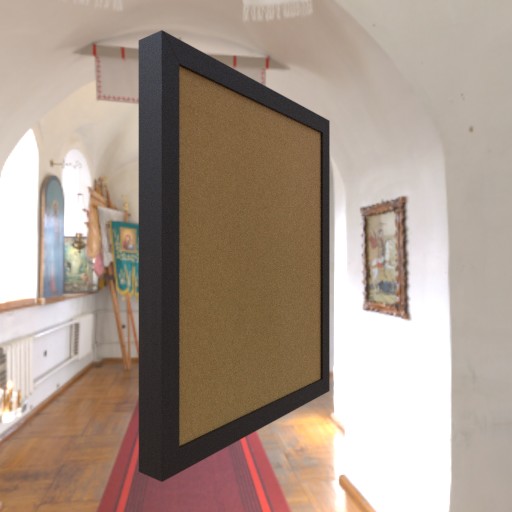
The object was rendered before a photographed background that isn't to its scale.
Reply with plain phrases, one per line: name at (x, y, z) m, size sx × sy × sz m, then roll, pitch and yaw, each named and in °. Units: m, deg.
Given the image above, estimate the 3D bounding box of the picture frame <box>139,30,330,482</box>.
picture frame at (0.000, 0.000, 0.740) m, size 0.044 × 0.555 × 0.452 m, roll 0°, pitch 0°, yaw 36°
